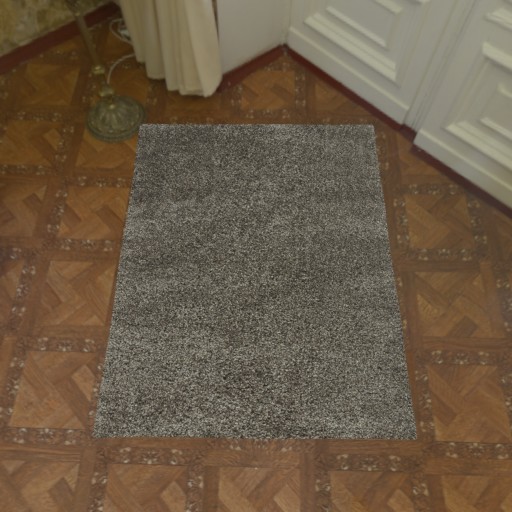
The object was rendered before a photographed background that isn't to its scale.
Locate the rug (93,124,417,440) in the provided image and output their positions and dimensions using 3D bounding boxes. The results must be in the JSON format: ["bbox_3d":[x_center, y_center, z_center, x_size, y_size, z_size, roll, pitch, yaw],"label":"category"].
[{"bbox_3d":[0.000,0.000,3.925,2.401,0.025,3.000,0,64,0],"label":"rug"}]
